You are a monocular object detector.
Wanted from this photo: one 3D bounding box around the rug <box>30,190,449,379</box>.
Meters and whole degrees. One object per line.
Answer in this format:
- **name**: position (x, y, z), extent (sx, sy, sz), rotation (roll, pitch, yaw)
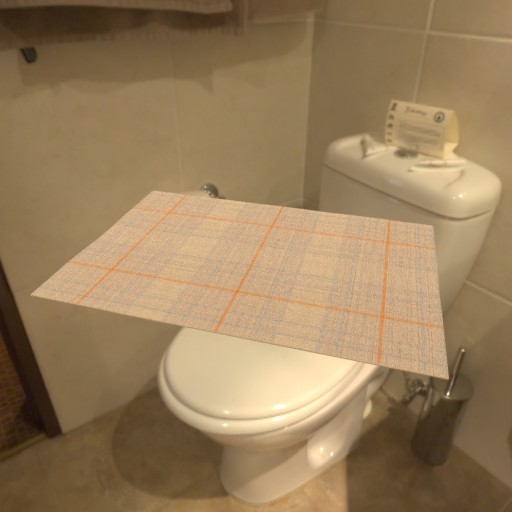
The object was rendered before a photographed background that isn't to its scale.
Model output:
- **rug**: position (0.000, 0.000, 2.335), extent (1.825, 0.015, 1.232), rotation (9, 33, 14)
